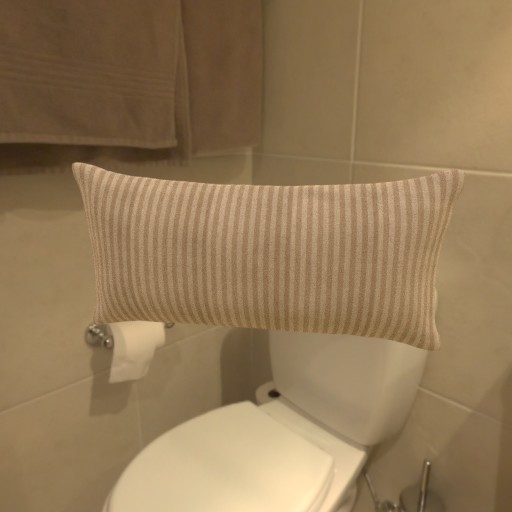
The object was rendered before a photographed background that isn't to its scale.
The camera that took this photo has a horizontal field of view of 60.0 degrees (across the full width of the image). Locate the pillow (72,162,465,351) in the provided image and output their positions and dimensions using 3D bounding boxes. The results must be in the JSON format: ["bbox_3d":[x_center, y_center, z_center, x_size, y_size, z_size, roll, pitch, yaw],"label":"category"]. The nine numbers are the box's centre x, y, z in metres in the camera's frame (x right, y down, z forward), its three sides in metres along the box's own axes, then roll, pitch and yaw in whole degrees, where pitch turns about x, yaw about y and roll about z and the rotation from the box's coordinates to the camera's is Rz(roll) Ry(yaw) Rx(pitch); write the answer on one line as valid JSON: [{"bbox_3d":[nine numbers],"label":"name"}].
[{"bbox_3d":[0.000,0.000,0.733,0.617,0.295,0.151,3,18,9],"label":"pillow"}]
